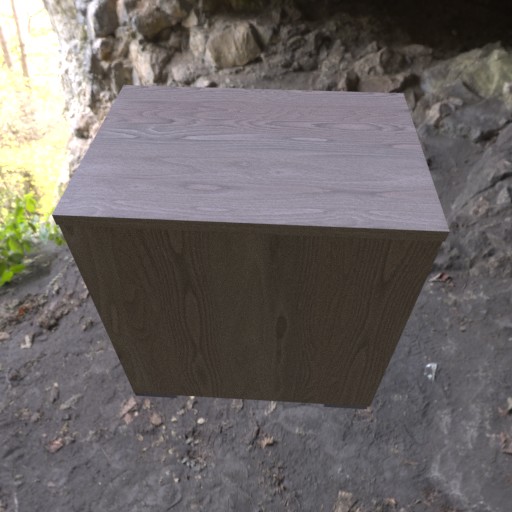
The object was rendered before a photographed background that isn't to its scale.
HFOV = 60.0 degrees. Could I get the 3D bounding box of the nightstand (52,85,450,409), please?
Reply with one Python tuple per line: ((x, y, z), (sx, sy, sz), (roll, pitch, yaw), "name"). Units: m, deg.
((0.000, 0.000, 0.770), (0.442, 0.461, 0.325), (3, 47, 2), "nightstand")
